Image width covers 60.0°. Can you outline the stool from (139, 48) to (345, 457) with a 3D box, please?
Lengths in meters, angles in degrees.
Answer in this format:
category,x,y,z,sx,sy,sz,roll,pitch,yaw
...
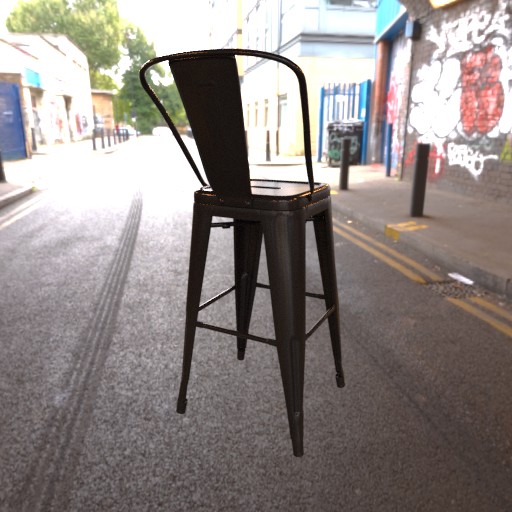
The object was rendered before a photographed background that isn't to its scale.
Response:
category,x,y,z,sx,sy,sz,roll,pitch,yaw
stool,0.000,0.000,1.276,0.432,1.022,0.528,9,18,27
